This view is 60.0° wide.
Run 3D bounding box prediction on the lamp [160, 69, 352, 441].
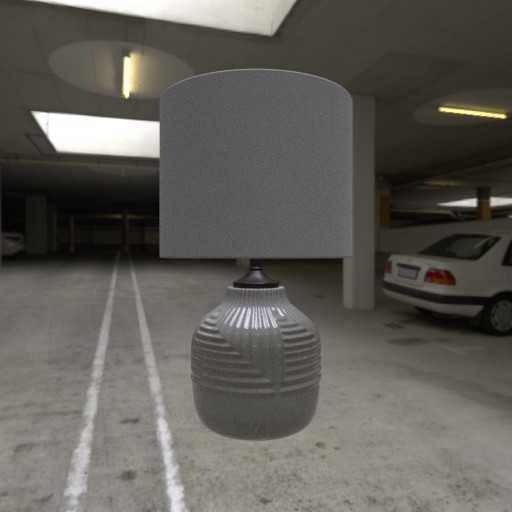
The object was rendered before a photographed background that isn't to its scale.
[{"bbox_3d":[0.000,0.000,0.748,0.318,0.567,0.318,0,0,0],"label":"lamp"}]
